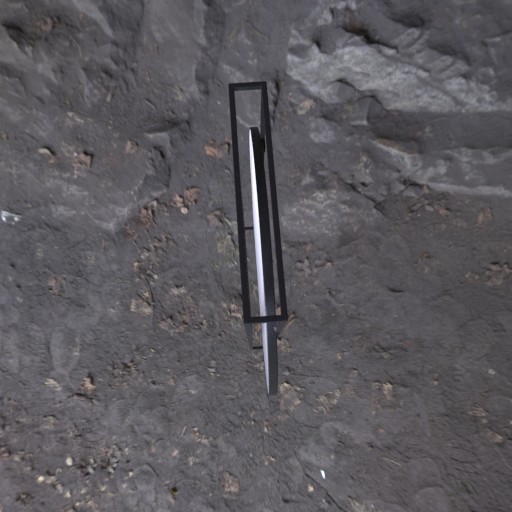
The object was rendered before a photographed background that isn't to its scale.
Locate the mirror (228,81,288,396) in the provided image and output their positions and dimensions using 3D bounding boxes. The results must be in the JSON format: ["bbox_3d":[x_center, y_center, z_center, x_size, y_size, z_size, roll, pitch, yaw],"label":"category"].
[{"bbox_3d":[0.000,0.000,0.834,0.051,0.603,0.508,-4,75,-1],"label":"mirror"}]
